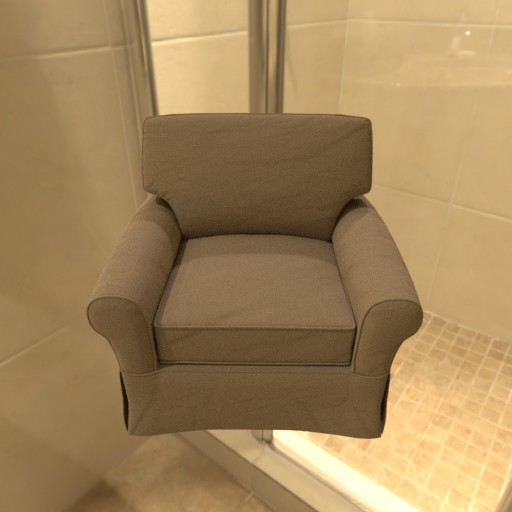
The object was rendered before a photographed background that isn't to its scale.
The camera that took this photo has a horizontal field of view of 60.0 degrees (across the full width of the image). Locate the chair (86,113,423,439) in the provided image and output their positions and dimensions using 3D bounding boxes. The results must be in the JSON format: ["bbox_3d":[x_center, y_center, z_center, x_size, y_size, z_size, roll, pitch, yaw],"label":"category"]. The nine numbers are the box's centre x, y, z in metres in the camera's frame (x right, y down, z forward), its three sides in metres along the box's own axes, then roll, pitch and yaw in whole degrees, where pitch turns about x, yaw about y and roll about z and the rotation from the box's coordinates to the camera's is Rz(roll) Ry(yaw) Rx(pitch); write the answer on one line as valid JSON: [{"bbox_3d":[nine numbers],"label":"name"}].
[{"bbox_3d":[0.000,0.000,1.834,1.135,1.017,0.988,0,31,1],"label":"chair"}]
